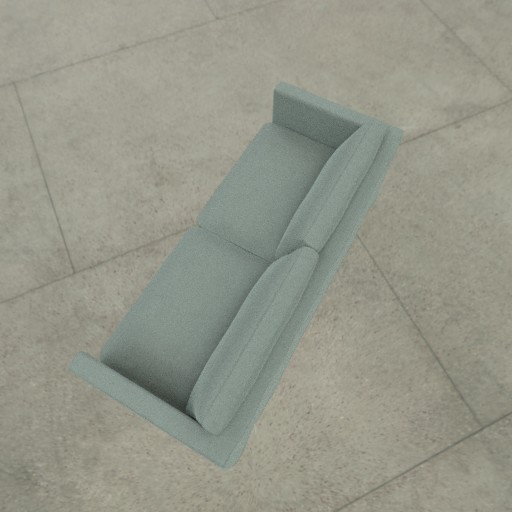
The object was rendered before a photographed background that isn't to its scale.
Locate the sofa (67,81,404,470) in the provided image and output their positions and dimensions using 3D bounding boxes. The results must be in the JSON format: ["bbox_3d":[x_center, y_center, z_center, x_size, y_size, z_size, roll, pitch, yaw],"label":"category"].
[{"bbox_3d":[0.000,0.000,2.803,0.962,0.853,2.312,27,67,12],"label":"sofa"}]
